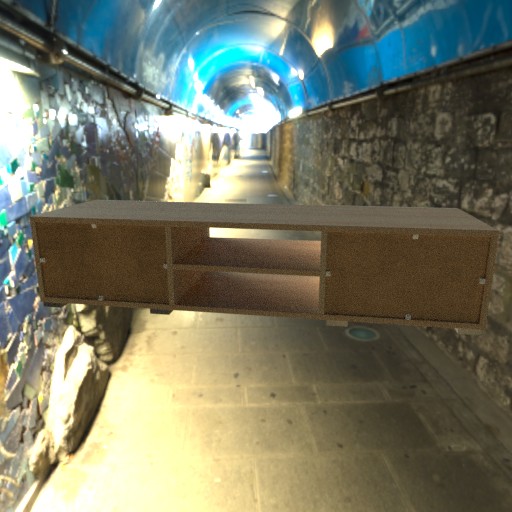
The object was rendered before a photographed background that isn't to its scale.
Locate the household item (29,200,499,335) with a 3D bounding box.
[{"bbox_3d":[0.000,0.000,1.545,1.400,0.310,0.420,2,15,9],"label":"household item"}]
